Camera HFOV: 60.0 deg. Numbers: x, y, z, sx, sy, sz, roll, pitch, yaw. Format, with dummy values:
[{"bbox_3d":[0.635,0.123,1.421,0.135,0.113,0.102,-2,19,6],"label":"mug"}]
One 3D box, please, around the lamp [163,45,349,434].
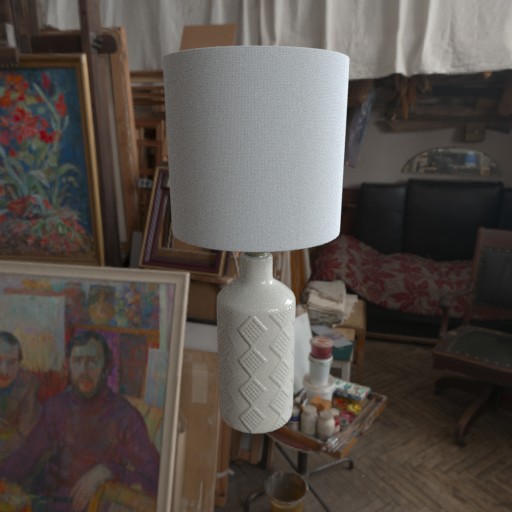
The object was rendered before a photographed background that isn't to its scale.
[{"bbox_3d":[0.000,0.000,0.567,0.207,0.461,0.207,-8,19,-25],"label":"lamp"}]
